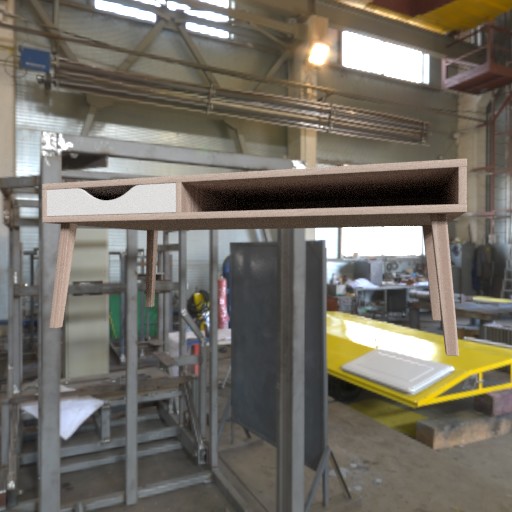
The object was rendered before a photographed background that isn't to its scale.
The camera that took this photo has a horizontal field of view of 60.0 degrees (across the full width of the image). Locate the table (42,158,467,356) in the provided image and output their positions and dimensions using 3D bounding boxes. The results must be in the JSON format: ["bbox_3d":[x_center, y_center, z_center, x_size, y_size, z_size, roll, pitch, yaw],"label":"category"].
[{"bbox_3d":[0.000,0.000,1.472,1.200,0.450,0.600,0,1,19],"label":"table"}]
